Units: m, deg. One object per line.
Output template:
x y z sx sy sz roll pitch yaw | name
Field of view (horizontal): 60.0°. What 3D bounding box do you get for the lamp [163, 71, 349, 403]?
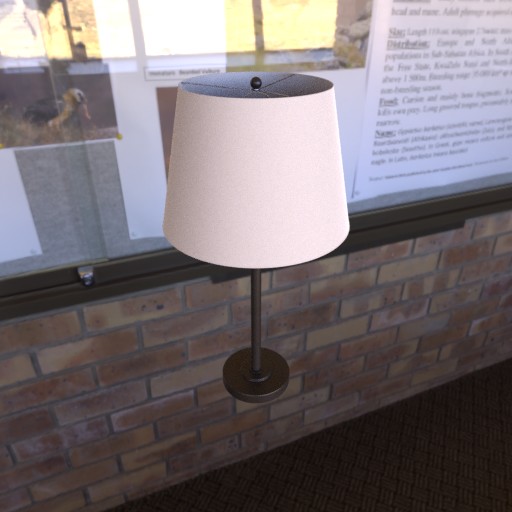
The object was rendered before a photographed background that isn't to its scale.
0.000 0.000 0.918 0.363 0.696 0.363 0 31 0 | lamp
